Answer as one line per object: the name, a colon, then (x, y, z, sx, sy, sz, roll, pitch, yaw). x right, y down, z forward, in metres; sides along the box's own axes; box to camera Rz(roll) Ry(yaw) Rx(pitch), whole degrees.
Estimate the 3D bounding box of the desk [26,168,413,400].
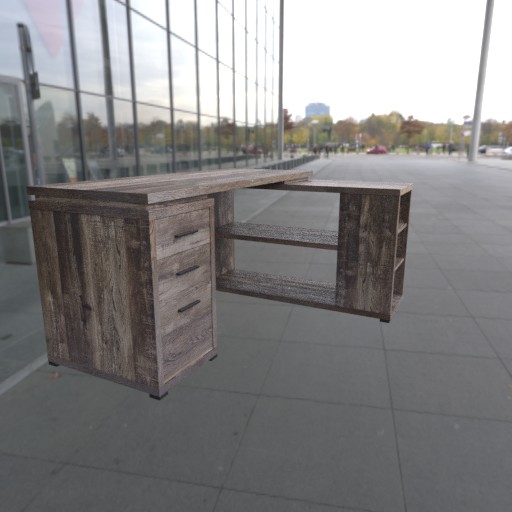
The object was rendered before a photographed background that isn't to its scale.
desk: (0.000, 0.000, 2.184, 1.200, 0.753, 1.524, 7, 16, 27)
